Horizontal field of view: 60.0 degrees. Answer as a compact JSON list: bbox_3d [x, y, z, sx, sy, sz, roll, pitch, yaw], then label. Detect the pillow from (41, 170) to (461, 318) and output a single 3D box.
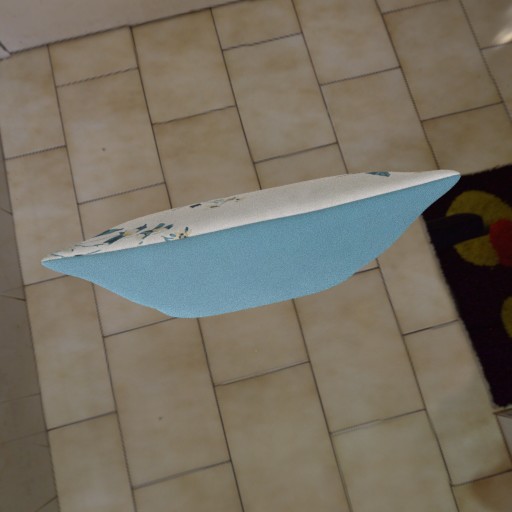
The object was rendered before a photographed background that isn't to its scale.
[{"bbox_3d":[0.000,0.000,0.785,0.526,0.507,0.166,-12,78,-3],"label":"pillow"}]
